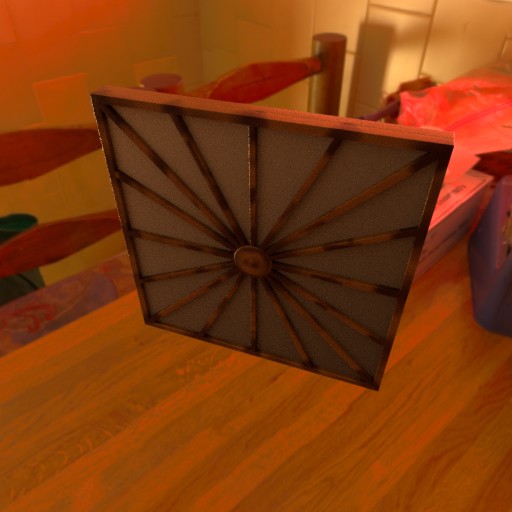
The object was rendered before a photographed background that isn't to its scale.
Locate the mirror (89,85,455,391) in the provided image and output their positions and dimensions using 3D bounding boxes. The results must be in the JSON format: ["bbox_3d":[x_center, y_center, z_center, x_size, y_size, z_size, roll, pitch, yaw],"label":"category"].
[{"bbox_3d":[0.000,0.000,0.761,0.509,0.507,0.042,13,42,15],"label":"mirror"}]
